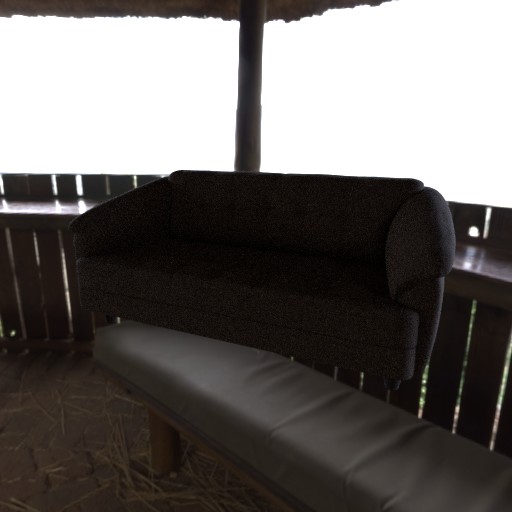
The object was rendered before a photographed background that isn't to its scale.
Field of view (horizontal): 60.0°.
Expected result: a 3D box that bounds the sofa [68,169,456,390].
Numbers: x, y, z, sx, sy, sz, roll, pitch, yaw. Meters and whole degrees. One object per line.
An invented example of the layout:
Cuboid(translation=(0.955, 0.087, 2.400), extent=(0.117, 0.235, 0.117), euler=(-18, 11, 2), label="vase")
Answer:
Cuboid(translation=(0.000, 0.000, 2.260), extent=(1.849, 0.790, 0.887), euler=(7, 17, 25), label="sofa")
